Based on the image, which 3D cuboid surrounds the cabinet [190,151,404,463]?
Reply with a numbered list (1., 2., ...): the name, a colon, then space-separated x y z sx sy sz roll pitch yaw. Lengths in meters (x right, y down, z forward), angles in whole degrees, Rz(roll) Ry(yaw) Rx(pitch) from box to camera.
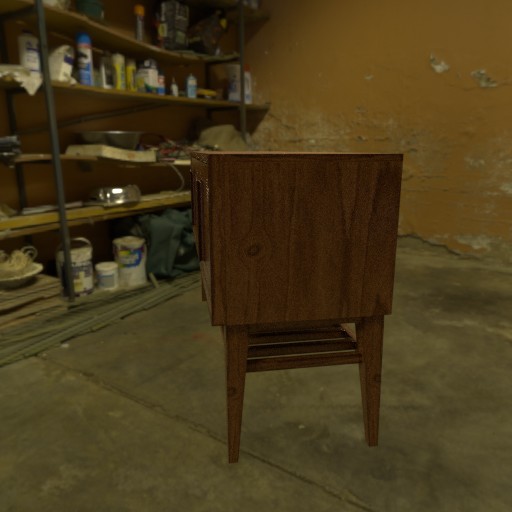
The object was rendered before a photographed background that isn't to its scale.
1. cabinet: 0.000 0.000 1.759 0.477 0.802 1.363 -2 14 -10
